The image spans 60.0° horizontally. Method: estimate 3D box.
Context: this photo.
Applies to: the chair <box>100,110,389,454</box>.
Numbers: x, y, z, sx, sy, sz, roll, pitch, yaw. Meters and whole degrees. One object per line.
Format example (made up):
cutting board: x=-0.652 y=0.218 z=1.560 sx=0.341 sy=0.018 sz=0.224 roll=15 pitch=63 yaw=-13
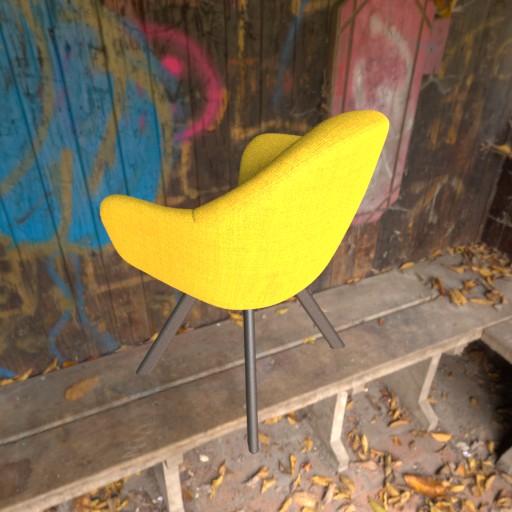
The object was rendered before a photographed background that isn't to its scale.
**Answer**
chair: x=0.000 y=0.000 z=1.158 sx=0.550 sy=0.795 sz=0.590 roll=22 pitch=38 yaw=31
